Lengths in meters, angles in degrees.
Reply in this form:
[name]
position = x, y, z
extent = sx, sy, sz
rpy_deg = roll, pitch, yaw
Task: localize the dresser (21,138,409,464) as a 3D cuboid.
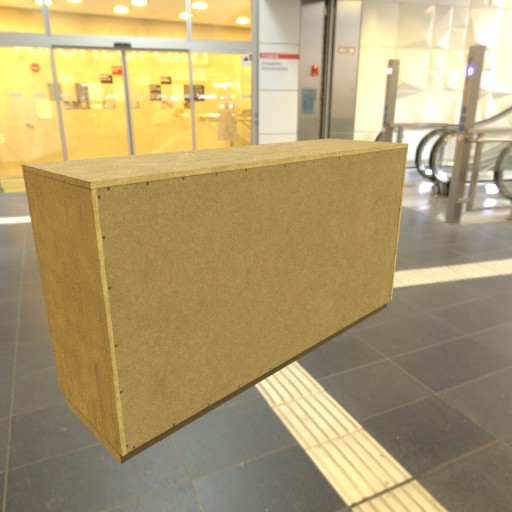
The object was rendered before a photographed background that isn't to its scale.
[dresser]
position = 0.000, 0.000, 1.934
extent = 1.628, 0.889, 0.483
rpy_deg = -18, 26, -42
